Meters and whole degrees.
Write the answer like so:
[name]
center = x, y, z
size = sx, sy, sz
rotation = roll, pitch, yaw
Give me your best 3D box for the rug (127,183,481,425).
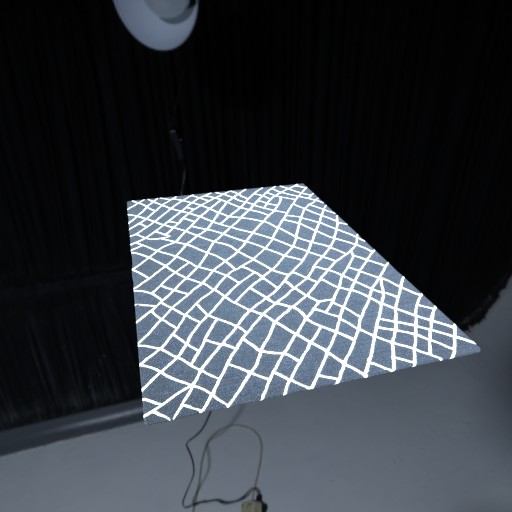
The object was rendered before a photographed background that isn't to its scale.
[rug]
center = 0.000, 0.000, 2.252
size = 1.223, 0.013, 1.830
rotation = -8, 30, -14
